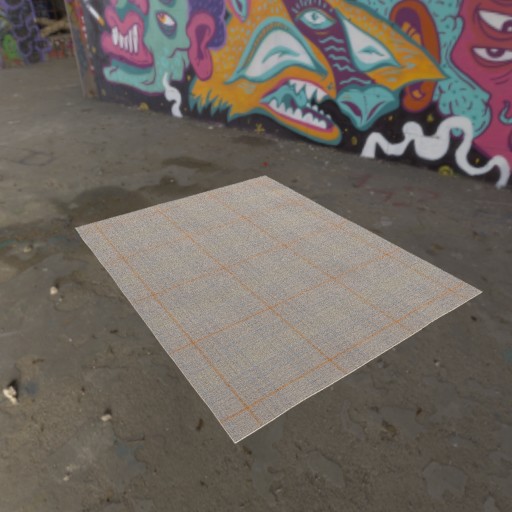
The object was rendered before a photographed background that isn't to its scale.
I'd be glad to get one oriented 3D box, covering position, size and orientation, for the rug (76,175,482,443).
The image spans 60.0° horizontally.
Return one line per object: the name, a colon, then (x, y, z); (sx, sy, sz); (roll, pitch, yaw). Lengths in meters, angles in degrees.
rug: (0.000, 0.000, 4.130); (2.448, 0.021, 3.051); (-21, 38, -29)
